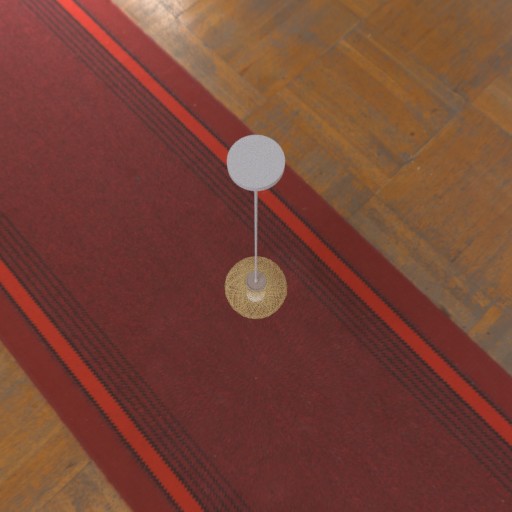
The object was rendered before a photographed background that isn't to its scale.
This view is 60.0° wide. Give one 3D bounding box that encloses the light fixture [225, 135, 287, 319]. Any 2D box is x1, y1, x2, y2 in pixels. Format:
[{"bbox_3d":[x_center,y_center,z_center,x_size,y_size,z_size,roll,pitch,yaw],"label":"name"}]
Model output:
[{"bbox_3d":[0.000,0.000,2.149,0.406,1.955,0.407,1,75,0],"label":"light fixture"}]
